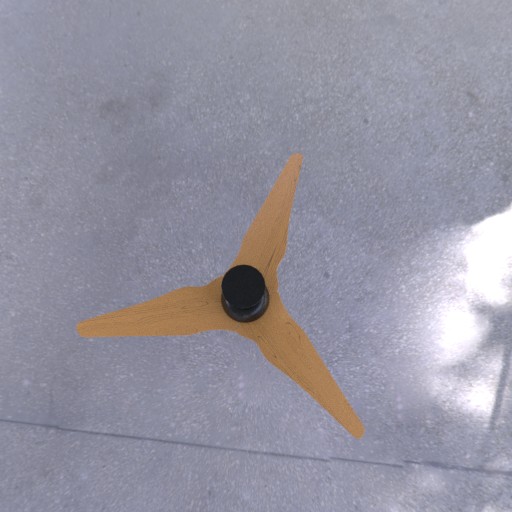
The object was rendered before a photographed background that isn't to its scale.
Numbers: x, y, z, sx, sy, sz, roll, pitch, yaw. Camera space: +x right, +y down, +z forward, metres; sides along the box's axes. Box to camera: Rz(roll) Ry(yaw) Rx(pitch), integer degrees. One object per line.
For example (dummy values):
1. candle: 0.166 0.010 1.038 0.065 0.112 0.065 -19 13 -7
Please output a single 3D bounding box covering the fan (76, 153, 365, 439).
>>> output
1. fan: 0.000 0.000 1.655 1.142 0.355 1.010 18 76 4
